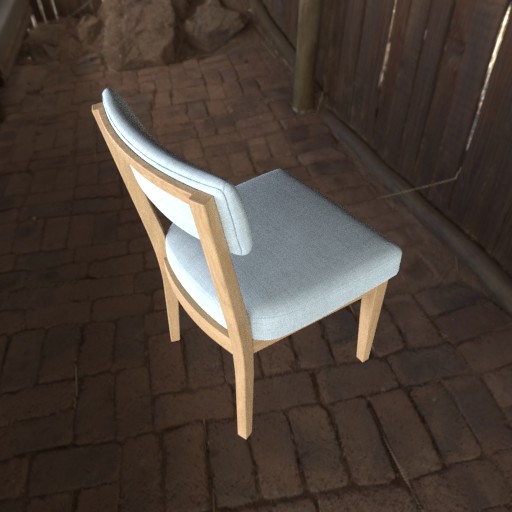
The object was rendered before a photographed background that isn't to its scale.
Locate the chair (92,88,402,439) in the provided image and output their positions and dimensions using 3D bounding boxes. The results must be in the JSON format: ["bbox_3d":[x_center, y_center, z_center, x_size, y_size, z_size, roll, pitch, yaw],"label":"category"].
[{"bbox_3d":[0.000,0.000,1.156,0.572,0.832,0.508,-25,47,-26],"label":"chair"}]
